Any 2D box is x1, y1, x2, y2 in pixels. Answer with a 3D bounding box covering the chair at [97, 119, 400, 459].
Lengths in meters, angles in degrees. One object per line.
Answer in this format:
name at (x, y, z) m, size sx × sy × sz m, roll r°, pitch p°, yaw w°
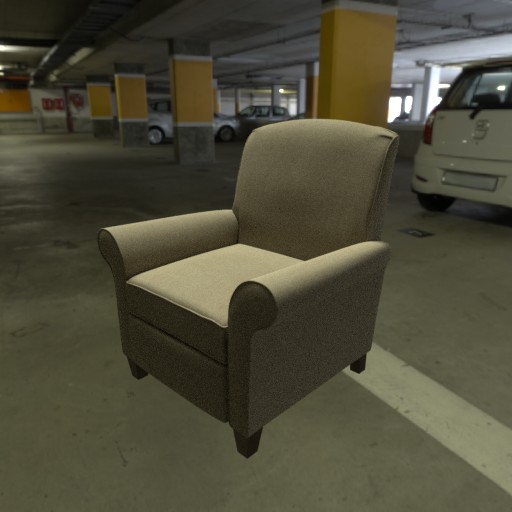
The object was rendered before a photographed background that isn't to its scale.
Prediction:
chair at (0.000, 0.000, 1.813) m, size 0.978 × 1.061 × 0.905 m, roll 16°, pitch 24°, yaw 41°
